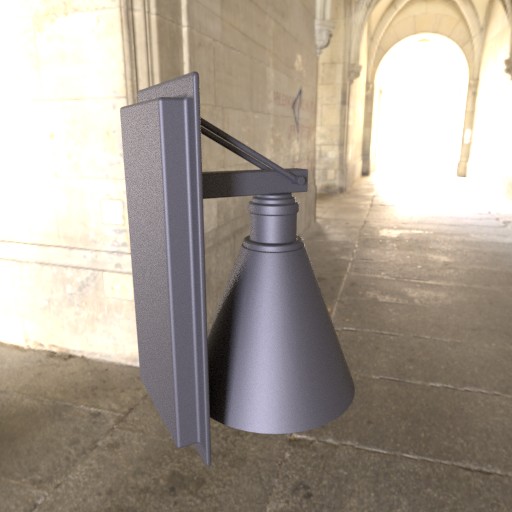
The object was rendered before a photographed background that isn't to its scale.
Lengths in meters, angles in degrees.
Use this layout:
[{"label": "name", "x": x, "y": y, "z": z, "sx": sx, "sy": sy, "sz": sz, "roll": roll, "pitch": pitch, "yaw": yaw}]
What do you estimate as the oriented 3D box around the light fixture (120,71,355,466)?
[{"label": "light fixture", "x": 0.000, "y": 0.000, "z": 0.419, "sx": 0.207, "sy": 0.298, "sz": 0.170, "roll": -8, "pitch": 17, "yaw": -27}]
